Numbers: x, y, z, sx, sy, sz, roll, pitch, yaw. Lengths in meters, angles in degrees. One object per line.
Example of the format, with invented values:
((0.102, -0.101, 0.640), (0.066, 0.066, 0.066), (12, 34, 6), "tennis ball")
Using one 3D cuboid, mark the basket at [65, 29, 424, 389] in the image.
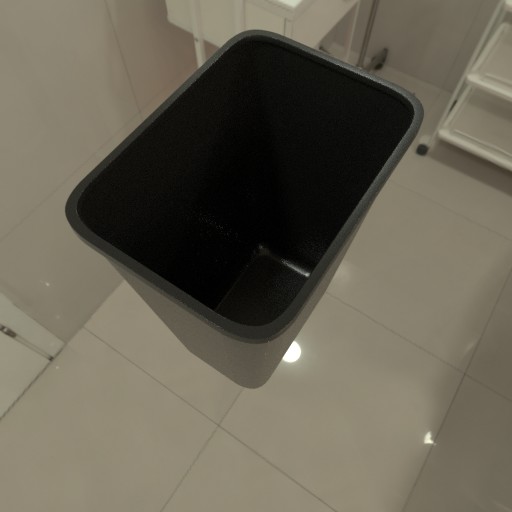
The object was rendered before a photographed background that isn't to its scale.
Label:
((0.000, 0.000, 0.749), (0.287, 0.521, 0.394), (31, 67, 15), "basket")
